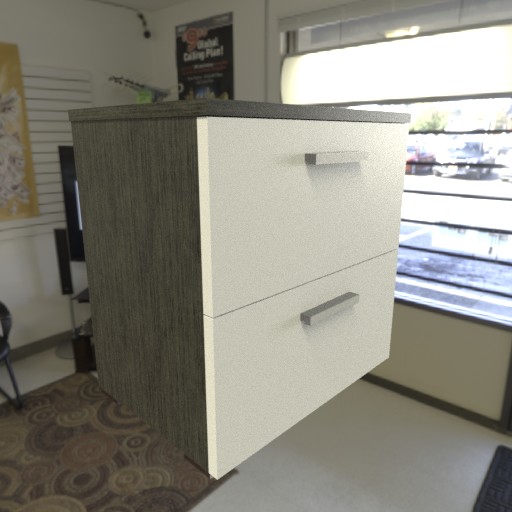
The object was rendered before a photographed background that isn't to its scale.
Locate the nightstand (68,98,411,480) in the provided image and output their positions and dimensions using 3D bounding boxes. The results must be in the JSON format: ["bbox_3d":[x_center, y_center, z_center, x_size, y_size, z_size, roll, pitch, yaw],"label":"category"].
[{"bbox_3d":[0.000,0.000,0.741,0.325,0.460,0.441,14,21,42],"label":"nightstand"}]
